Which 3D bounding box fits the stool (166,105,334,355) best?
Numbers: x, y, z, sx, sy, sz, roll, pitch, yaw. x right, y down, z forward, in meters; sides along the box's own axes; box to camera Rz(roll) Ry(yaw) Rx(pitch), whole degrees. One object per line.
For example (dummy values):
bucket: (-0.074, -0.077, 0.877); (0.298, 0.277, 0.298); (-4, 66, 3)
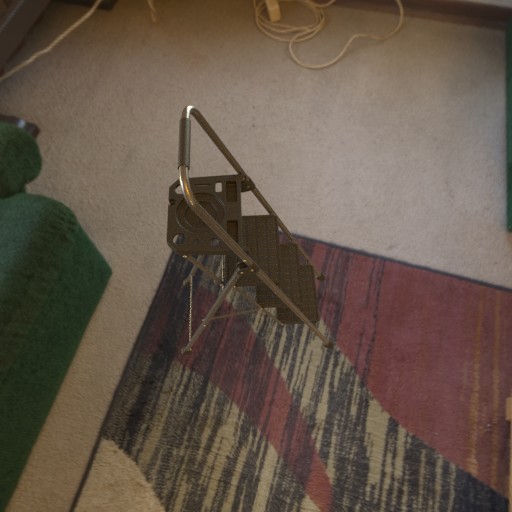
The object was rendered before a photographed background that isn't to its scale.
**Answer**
stool: (0.000, 0.000, 1.632); (0.733, 1.277, 0.396); (-2, 64, -1)
